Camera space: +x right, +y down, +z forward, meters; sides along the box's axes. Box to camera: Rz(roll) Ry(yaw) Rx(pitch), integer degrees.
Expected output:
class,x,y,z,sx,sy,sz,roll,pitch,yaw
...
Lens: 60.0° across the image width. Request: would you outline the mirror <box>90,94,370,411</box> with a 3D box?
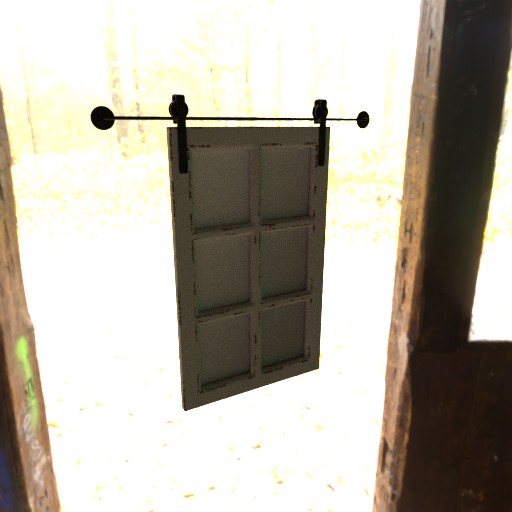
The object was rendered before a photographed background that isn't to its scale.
class,x,y,z,sx,sy,sz,roll,pitch,yaw
mirror,0.000,0.000,1.245,0.808,0.844,0.037,-9,19,-28
